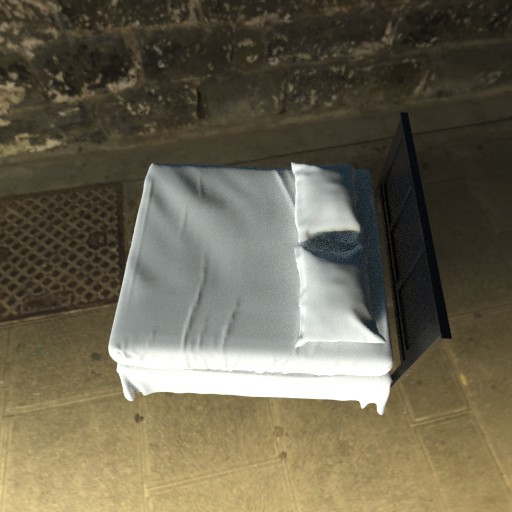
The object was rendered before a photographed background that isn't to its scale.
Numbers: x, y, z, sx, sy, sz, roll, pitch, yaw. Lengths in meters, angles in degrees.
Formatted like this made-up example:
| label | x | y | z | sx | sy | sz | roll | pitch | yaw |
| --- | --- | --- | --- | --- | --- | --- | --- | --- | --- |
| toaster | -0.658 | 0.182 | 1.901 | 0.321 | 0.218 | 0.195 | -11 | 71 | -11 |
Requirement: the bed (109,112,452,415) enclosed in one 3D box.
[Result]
| label | x | y | z | sx | sy | sz | roll | pitch | yaw |
| --- | --- | --- | --- | --- | --- | --- | --- | --- | --- |
| bed | 0.000 | 0.000 | 3.199 | 2.050 | 1.270 | 1.870 | 2 | 58 | 1 |
